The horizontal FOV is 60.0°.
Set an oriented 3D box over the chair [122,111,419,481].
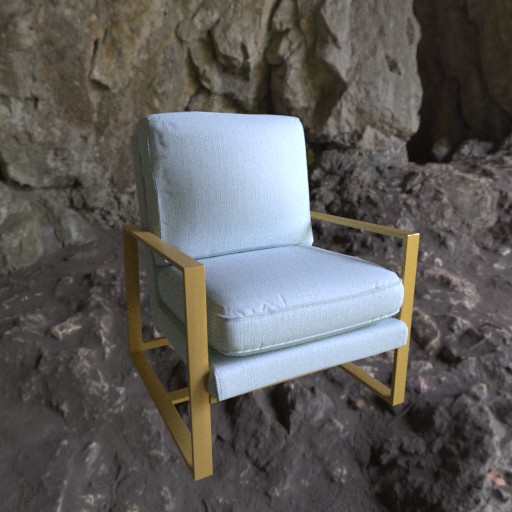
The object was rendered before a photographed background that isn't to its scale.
[{"bbox_3d":[0.000,0.000,1.523,0.758,0.956,0.813,-8,18,-27],"label":"chair"}]
